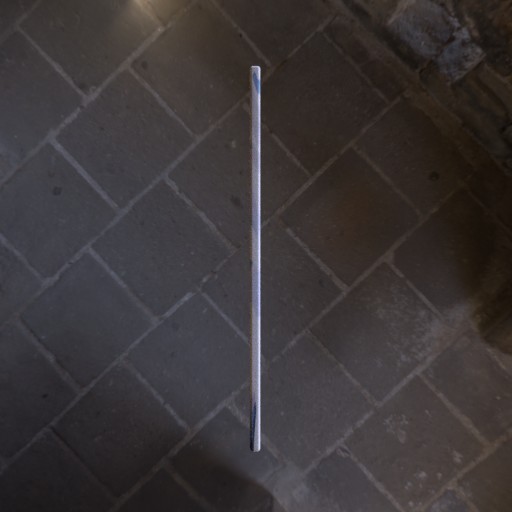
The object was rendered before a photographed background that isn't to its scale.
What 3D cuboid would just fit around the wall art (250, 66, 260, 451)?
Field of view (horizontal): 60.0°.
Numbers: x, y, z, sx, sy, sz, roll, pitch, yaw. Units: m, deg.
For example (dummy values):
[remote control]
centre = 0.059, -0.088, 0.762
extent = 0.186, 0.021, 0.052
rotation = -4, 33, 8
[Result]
[wall art]
centre = 0.000, 0.000, 1.154
extent = 0.016, 0.914, 0.610
rotation = 0, 91, 0
